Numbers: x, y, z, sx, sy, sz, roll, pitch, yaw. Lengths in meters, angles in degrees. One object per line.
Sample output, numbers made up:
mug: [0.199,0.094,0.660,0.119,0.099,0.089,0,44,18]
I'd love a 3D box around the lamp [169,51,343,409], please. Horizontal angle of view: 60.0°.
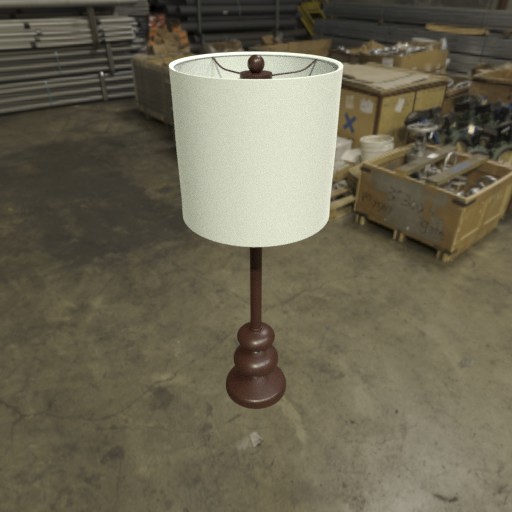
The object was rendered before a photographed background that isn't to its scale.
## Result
lamp: [0.000,0.000,0.827,0.254,0.690,0.254,-21,38,-30]
